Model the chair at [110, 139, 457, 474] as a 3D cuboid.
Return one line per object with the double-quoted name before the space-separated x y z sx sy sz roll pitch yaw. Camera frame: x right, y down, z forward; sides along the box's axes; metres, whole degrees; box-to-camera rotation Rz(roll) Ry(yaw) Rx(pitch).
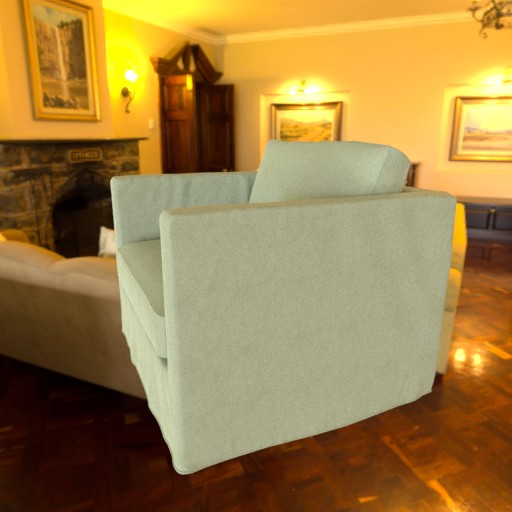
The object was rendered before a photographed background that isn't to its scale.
"chair" 0.000 0.000 1.707 0.949 0.863 1.057 -7 17 -24
